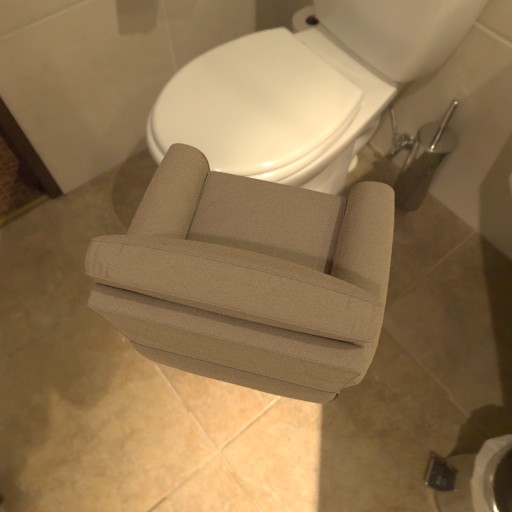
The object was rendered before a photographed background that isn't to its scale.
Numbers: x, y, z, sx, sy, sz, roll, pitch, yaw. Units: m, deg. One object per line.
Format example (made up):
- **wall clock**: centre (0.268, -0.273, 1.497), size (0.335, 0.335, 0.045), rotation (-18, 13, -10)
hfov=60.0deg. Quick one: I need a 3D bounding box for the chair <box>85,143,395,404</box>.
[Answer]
- **chair**: centre (0.000, 0.000, 1.945), size (1.135, 1.017, 0.988), rotation (13, 63, 6)
